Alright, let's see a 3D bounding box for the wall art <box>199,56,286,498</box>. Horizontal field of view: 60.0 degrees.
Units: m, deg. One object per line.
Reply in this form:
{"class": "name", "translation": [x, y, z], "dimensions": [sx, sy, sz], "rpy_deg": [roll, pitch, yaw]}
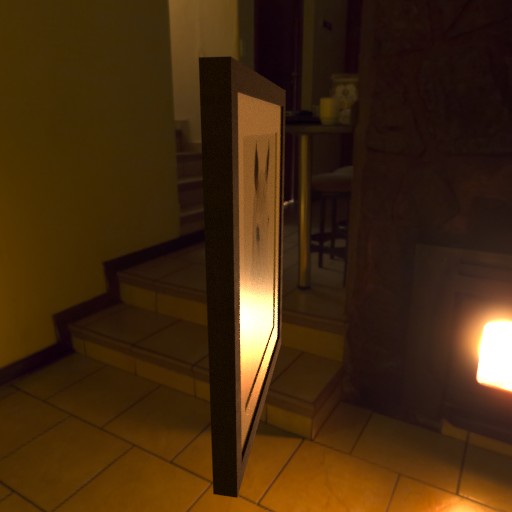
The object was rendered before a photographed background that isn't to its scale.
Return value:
{"class": "wall art", "translation": [0.000, 0.000, 0.742], "dimensions": [0.034, 0.552, 0.455], "rpy_deg": [3, 17, 10]}
